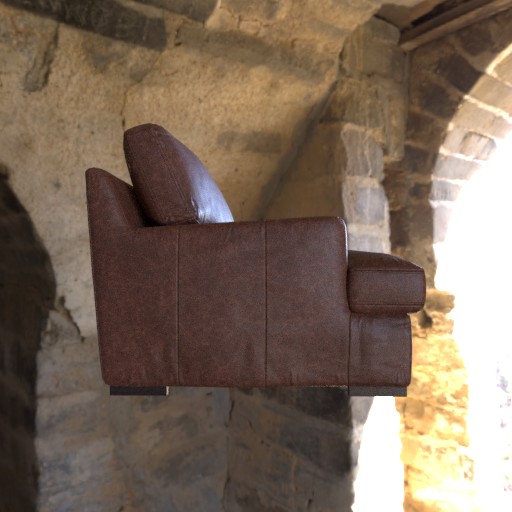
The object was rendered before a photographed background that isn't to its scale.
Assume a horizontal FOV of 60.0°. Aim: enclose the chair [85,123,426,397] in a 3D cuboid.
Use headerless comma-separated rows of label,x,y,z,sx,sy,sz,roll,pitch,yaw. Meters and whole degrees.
chair,0.000,0.000,2.004,1.143,0.939,1.168,0,-1,1
